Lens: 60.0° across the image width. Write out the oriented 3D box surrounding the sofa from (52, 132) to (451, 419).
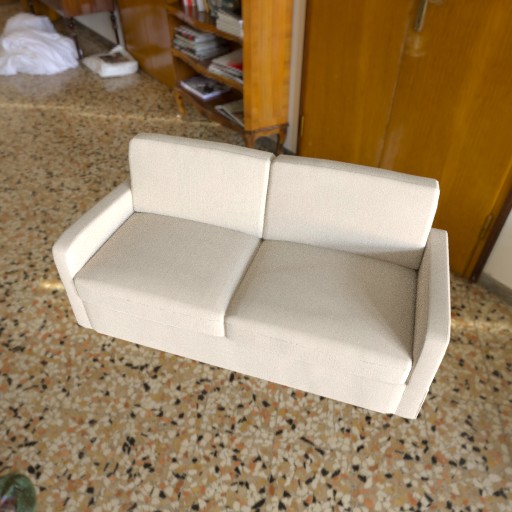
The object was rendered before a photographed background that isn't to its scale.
[{"bbox_3d":[0.000,0.000,2.256,1.808,0.831,0.894,12,43,13],"label":"sofa"}]
